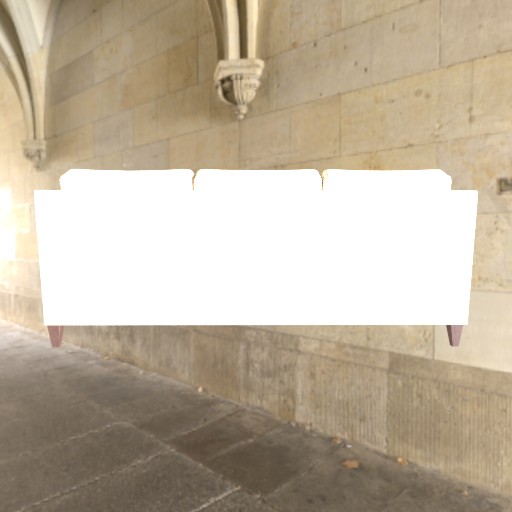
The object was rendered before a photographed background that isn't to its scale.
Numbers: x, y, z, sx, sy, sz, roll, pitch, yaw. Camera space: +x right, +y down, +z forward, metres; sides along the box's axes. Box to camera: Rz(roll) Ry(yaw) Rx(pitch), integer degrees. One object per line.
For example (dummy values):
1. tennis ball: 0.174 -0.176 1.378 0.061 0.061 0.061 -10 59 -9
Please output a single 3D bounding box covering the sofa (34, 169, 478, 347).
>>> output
1. sofa: 0.000 0.000 2.726 2.210 0.940 1.041 0 1 0
